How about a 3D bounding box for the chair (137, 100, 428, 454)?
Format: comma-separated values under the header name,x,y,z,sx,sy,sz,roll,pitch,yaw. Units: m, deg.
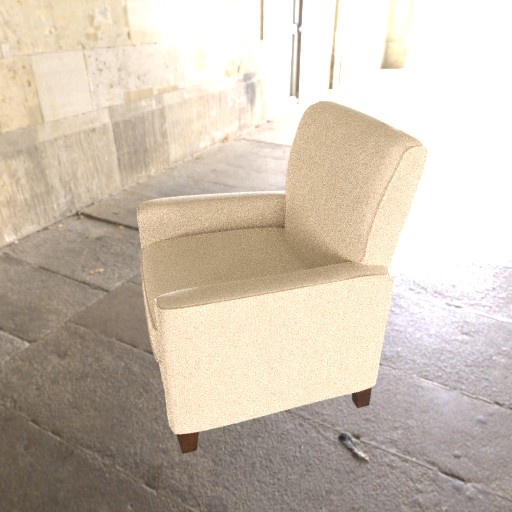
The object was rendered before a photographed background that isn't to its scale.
name,x,y,z,sx,sy,sz,roll,pitch,yaw
chair,0.000,0.000,1.675,0.858,1.028,0.841,-9,30,-15
